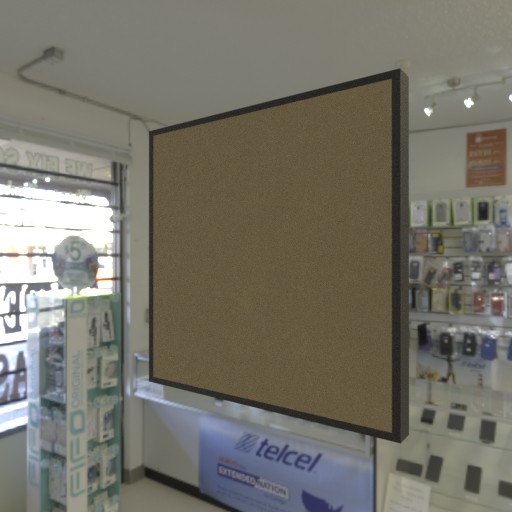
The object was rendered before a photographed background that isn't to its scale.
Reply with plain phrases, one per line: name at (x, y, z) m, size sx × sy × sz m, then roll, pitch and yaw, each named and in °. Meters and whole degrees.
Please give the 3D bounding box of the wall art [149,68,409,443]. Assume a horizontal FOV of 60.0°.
wall art at (0.000, 0.000, 0.763) m, size 0.509 × 0.507 × 0.037 m, roll 0°, pitch 0°, yaw 36°
